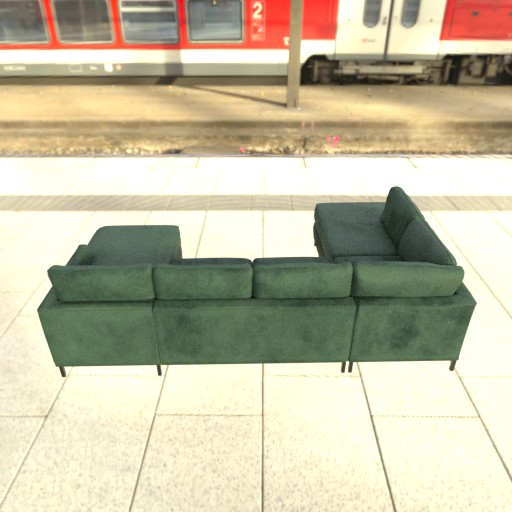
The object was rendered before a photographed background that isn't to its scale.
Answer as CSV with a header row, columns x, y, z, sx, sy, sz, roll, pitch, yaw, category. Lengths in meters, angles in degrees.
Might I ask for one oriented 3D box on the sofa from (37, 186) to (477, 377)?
x,y,z,sx,sy,sz,roll,pitch,yaw,category
0.000,0.000,3.860,2.994,0.861,1.992,-1,31,-1,sofa
